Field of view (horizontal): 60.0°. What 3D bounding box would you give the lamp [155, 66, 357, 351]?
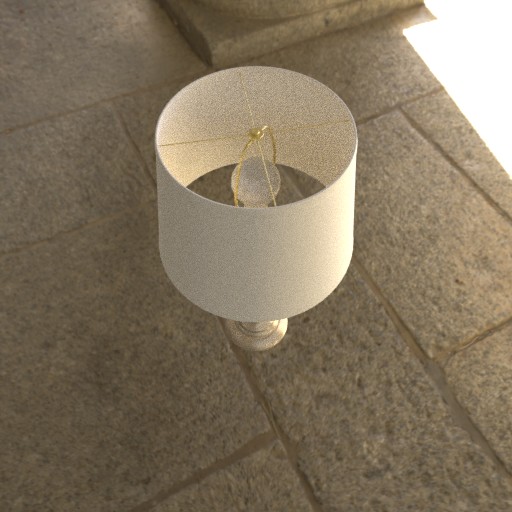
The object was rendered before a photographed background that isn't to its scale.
[{"bbox_3d":[0.000,0.000,0.819,0.328,0.612,0.328,0,59,0],"label":"lamp"}]
